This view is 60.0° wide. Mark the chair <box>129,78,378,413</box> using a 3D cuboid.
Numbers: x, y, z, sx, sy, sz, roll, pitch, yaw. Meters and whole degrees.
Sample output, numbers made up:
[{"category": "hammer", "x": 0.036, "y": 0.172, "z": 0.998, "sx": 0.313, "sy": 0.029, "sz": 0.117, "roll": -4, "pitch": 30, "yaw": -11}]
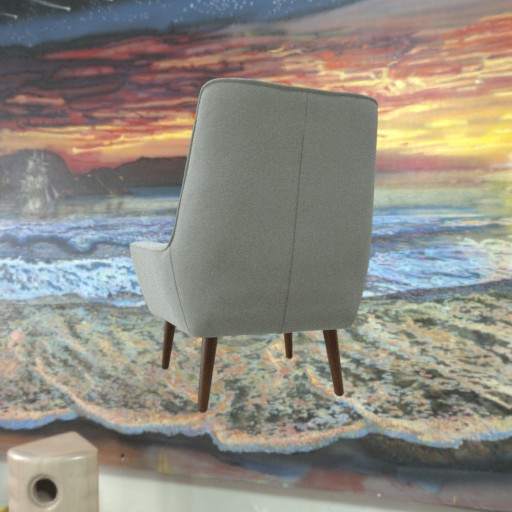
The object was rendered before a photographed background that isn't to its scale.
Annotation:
[{"category": "chair", "x": 0.000, "y": 0.000, "z": 1.498, "sx": 0.787, "sy": 0.888, "sz": 0.822, "roll": 0, "pitch": 1, "yaw": -19}]
